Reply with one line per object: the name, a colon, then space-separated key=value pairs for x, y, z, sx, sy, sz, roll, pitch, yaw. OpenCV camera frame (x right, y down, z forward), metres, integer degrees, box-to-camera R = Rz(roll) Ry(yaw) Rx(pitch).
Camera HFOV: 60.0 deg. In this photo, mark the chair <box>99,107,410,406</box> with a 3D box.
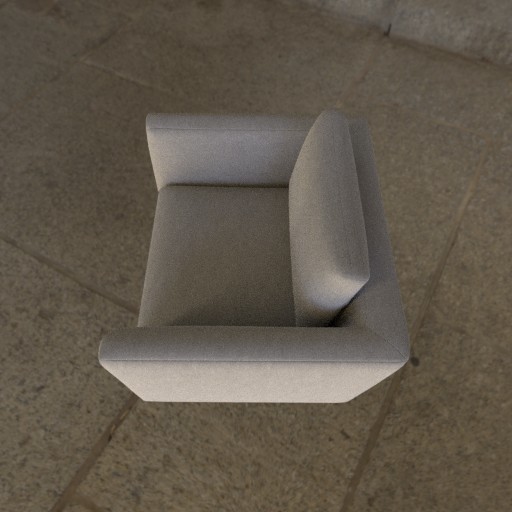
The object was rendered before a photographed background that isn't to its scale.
chair: x=0.000 y=0.000 z=1.709 sx=0.889 sy=0.864 sz=1.041 roll=0 pitch=58 yaw=0
